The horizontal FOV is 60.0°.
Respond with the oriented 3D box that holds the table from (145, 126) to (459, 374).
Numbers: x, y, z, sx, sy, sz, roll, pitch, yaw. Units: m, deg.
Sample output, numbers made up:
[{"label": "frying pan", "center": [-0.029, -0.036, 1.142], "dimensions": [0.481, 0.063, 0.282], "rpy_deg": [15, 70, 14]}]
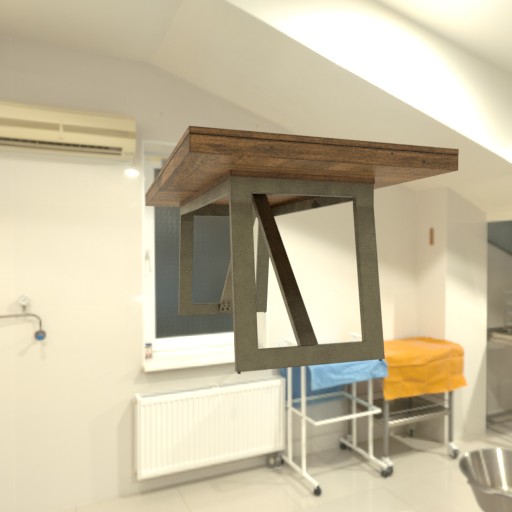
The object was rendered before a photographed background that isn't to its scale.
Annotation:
[{"label": "table", "center": [0.000, 0.000, 2.167], "dimensions": [0.931, 0.757, 1.641], "rpy_deg": [0, 1, -18]}]
